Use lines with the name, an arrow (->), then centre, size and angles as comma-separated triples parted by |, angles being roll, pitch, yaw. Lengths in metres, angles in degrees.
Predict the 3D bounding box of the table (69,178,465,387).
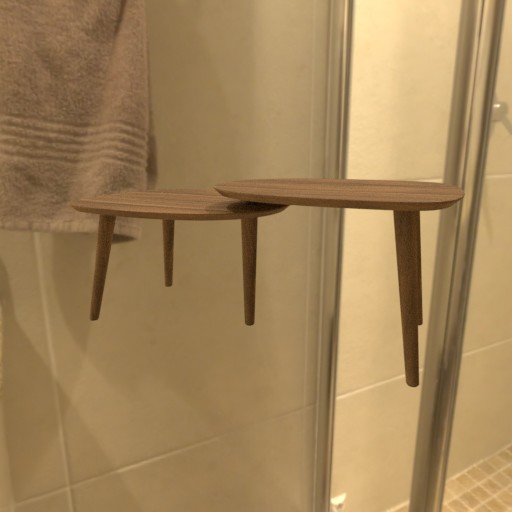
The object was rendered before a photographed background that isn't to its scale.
table -> 0.000, 0.000, 1.319 | 1.084, 0.429, 0.527 | 6, 16, 24
